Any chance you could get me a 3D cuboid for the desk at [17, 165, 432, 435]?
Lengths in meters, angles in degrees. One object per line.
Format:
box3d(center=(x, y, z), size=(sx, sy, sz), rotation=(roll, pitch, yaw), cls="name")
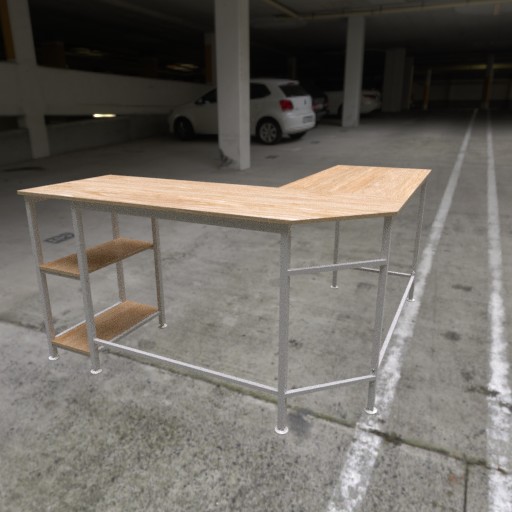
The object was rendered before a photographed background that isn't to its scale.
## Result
box3d(center=(0.000, 0.000, 2.128), size=(1.379, 0.739, 1.379), rotation=(8, 20, 24), cls="desk")
